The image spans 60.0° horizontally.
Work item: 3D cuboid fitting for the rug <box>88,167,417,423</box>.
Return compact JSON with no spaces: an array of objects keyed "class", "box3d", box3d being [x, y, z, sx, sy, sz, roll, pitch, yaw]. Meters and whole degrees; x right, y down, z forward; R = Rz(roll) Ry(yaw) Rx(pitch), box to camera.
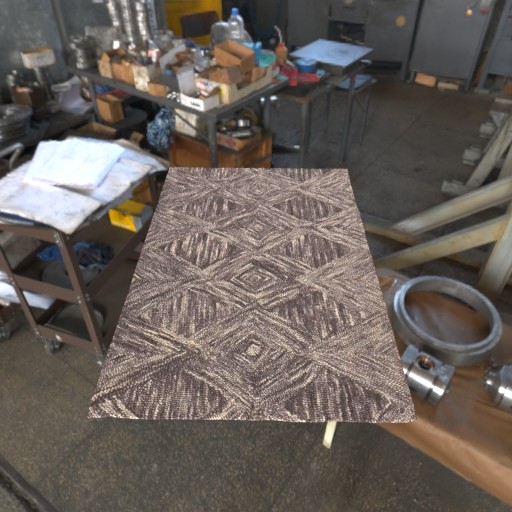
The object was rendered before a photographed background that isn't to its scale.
[{"class":"rug","box3d":[0.000,0.000,2.268,1.186,0.012,1.814,1,40,1]}]
